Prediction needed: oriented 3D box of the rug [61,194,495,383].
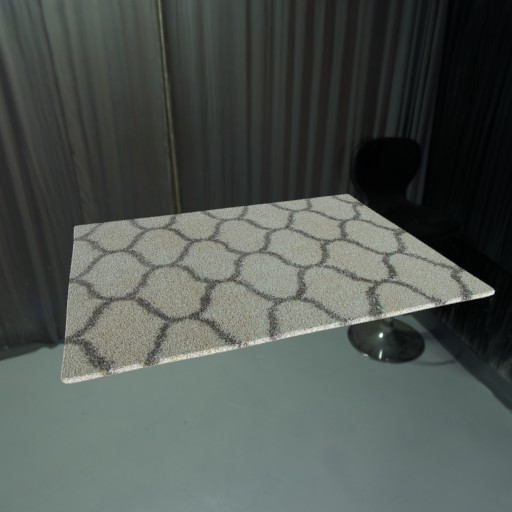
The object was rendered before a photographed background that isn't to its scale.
[{"bbox_3d":[0.000,0.000,2.026,1.600,0.025,1.200,-9,29,-16],"label":"rug"}]
